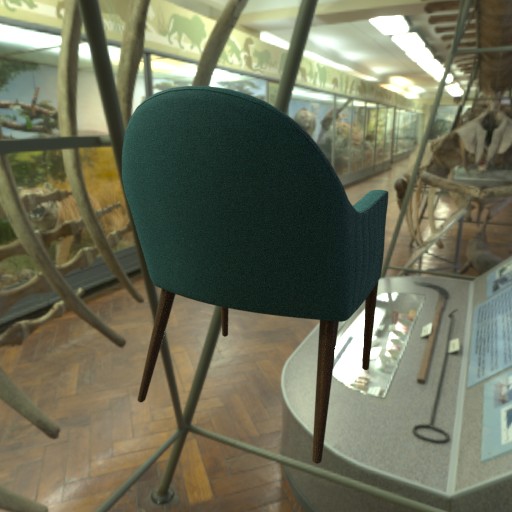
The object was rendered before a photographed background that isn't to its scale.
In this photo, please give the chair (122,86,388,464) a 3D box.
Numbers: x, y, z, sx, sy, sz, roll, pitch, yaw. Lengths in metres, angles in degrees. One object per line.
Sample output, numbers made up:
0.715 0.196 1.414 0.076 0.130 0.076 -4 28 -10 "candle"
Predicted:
0.000 0.000 1.328 0.656 0.907 0.652 8 18 26 "chair"
